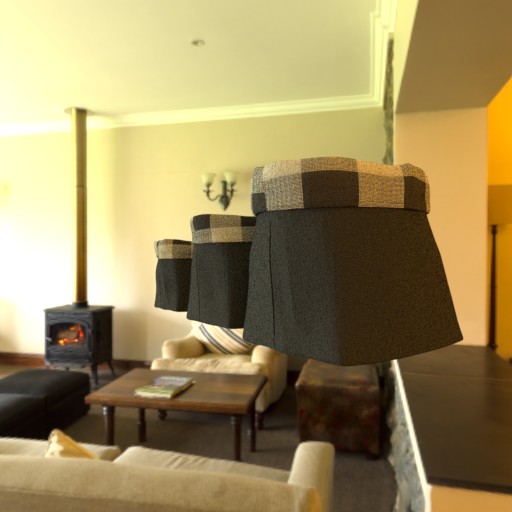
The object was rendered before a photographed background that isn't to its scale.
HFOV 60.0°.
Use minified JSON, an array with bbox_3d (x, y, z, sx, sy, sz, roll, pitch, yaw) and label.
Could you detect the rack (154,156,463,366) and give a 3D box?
[{"bbox_3d":[0.000,0.000,1.076,0.370,0.329,0.889,-1,1,-35],"label":"rack"}]
